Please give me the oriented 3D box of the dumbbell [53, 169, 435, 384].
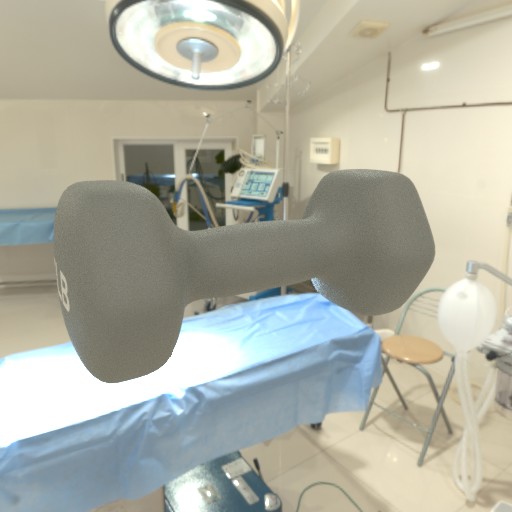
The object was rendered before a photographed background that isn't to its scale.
[{"bbox_3d":[0.000,0.000,0.224,0.184,0.081,0.090,-8,17,-28],"label":"dumbbell"}]
